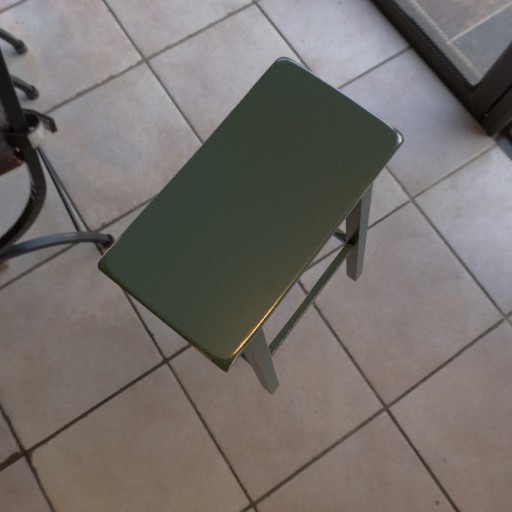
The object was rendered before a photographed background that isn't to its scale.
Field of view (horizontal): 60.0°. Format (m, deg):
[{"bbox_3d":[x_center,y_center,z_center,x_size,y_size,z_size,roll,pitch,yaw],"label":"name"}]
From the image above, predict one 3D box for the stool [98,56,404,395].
[{"bbox_3d":[0.000,0.000,1.008,0.476,0.737,0.457,37,79,8],"label":"stool"}]
